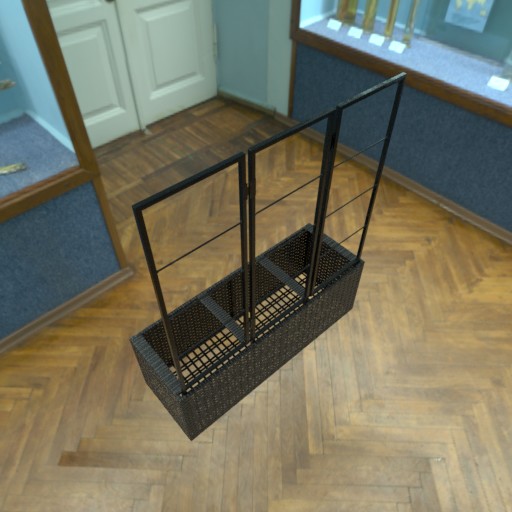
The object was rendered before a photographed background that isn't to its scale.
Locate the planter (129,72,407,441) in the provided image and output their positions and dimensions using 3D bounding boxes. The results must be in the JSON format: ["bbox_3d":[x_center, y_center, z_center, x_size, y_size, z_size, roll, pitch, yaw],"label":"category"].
[{"bbox_3d":[0.000,0.000,1.158,0.699,0.841,0.244,-33,55,-27],"label":"planter"}]
